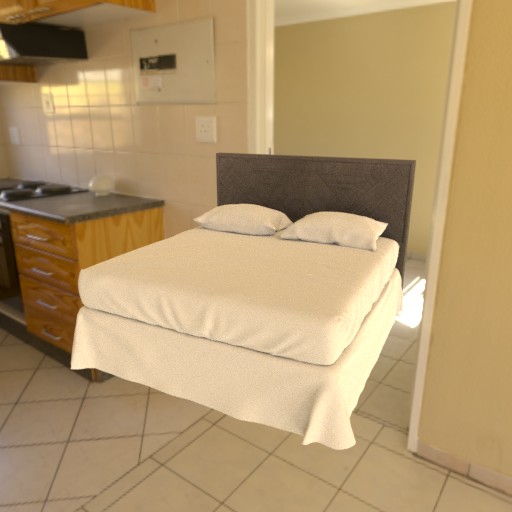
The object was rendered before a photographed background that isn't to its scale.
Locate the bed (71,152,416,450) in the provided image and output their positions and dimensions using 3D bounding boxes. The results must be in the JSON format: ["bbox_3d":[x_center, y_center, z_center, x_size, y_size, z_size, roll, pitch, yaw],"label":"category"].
[{"bbox_3d":[0.000,0.000,2.869,1.772,1.142,1.785,8,19,25],"label":"bed"}]
